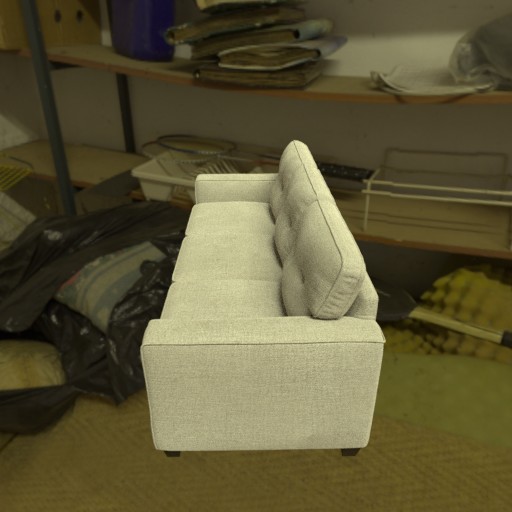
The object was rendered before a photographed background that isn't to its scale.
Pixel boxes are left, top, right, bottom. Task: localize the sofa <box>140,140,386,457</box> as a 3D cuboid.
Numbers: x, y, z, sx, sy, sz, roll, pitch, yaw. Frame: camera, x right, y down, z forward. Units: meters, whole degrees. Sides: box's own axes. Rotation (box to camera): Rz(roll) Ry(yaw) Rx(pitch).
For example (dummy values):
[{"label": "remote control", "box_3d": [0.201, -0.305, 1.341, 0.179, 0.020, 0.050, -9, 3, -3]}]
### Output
[{"label": "sofa", "box_3d": [0.000, 0.000, 2.642, 0.939, 0.965, 2.133, 0, 27, -1]}]
